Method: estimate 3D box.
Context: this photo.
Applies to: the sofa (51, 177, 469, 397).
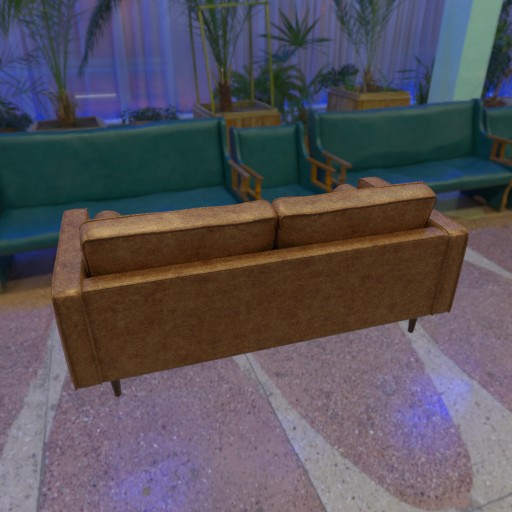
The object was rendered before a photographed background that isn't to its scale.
[{"bbox_3d":[0.000,0.000,2.365,1.920,0.825,0.924,-9,30,-15],"label":"sofa"}]
